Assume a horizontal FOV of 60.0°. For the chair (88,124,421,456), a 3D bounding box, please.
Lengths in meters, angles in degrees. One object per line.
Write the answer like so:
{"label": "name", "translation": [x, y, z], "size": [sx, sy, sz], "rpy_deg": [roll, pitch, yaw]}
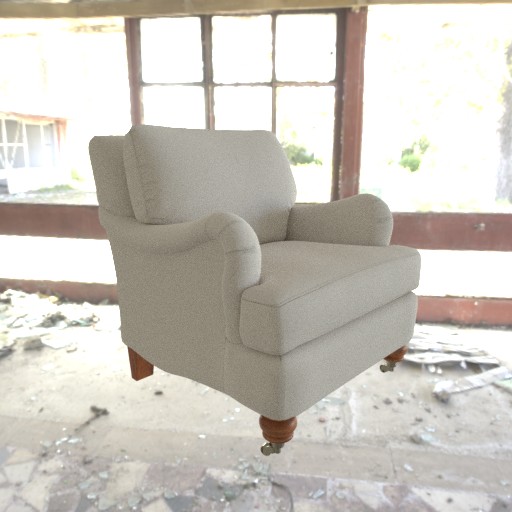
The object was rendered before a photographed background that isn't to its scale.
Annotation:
{"label": "chair", "translation": [0.000, 0.000, 1.830], "size": [1.070, 1.038, 0.955], "rpy_deg": [13, 18, 43]}
